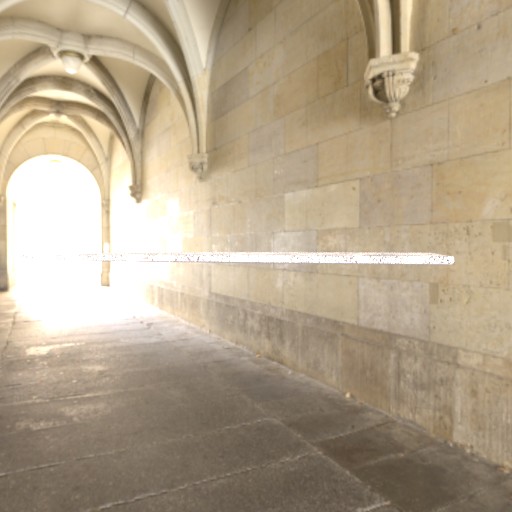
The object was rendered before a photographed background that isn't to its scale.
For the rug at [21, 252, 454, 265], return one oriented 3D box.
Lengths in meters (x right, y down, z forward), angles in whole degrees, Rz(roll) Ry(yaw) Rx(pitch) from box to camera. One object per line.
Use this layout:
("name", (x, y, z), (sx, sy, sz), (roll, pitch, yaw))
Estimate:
("rug", (0.000, 0.000, 2.087), (1.600, 0.025, 1.200), (0, 1, 19))
